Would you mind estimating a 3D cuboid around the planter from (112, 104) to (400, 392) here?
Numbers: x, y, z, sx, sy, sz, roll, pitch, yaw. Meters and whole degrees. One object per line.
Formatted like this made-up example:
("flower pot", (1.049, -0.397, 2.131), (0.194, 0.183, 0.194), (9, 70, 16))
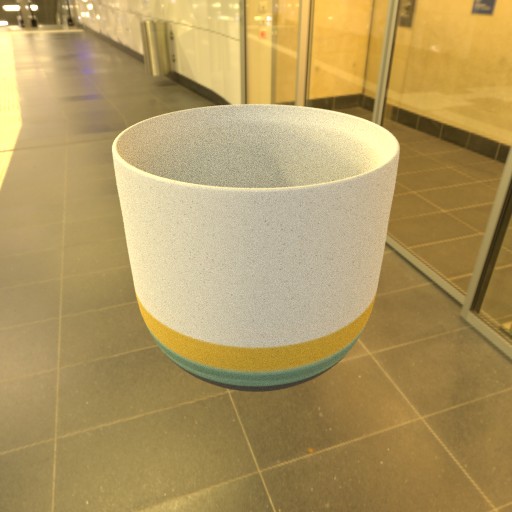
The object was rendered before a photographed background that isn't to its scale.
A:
("planter", (0.000, 0.000, 0.494), (0.268, 0.270, 0.268), (0, 31, 0))
